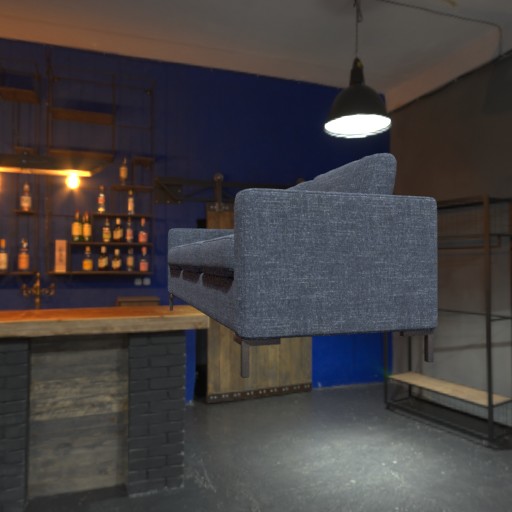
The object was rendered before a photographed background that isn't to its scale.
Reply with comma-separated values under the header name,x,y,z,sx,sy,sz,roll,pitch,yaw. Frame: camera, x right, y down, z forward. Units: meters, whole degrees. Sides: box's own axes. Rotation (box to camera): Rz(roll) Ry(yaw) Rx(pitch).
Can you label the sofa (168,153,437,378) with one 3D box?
name,x,y,z,sx,sy,sz,roll,pitch,yaw
sofa,0.000,0.000,2.714,0.859,0.874,2.218,0,-1,-18
